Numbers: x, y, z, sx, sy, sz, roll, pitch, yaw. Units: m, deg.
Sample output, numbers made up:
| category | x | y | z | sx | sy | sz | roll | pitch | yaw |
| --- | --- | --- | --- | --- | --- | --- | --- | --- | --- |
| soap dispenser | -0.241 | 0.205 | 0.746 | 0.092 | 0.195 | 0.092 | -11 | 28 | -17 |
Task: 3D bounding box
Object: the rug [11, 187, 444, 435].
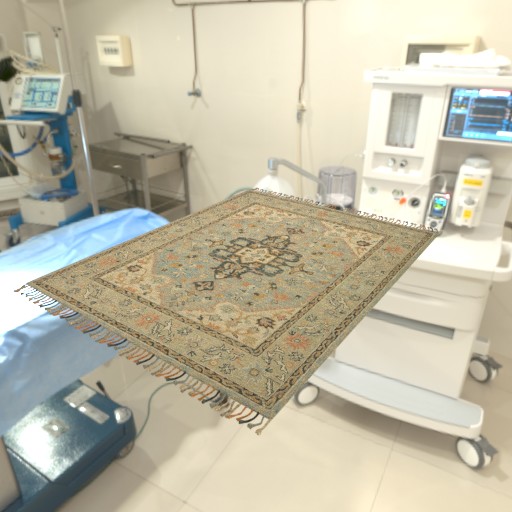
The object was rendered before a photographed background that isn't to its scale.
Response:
| category | x | y | z | sx | sy | sz | roll | pitch | yaw |
| --- | --- | --- | --- | --- | --- | --- | --- | --- | --- |
| rug | 0.000 | 0.000 | 2.132 | 1.278 | 0.009 | 1.730 | 18 | 32 | 32 |
